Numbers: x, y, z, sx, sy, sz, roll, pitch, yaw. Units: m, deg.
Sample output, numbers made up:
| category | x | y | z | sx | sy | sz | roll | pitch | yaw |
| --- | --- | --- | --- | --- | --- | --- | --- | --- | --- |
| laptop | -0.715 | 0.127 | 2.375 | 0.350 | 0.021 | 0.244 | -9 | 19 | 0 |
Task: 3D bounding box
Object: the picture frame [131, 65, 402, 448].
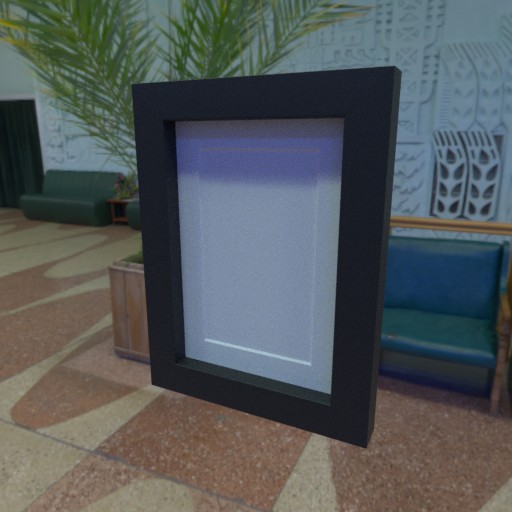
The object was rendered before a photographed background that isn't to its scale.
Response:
| category | x | y | z | sx | sy | sz | roll | pitch | yaw |
| --- | --- | --- | --- | --- | --- | --- | --- | --- | --- |
| picture frame | 0.000 | 0.000 | 0.277 | 0.157 | 0.208 | 0.028 | 7 | 16 | 25 |
